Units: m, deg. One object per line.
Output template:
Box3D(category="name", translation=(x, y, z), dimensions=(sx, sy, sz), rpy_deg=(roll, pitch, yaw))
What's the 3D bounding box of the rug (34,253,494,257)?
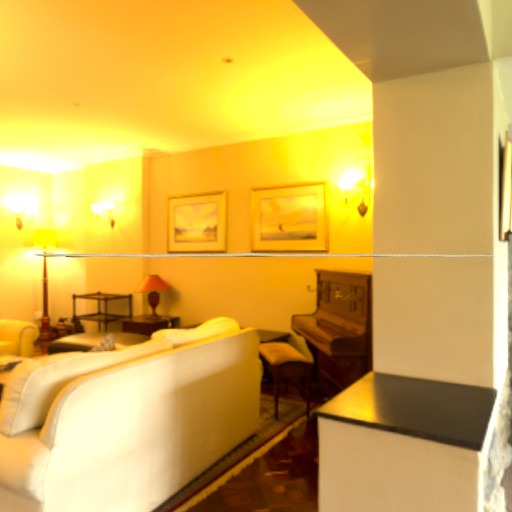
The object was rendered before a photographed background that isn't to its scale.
Box3D(category="rug", translation=(0.000, 0.000, 2.952), dimensions=(2.444, 0.023, 1.531), rpy_deg=(0, 0, -18))
